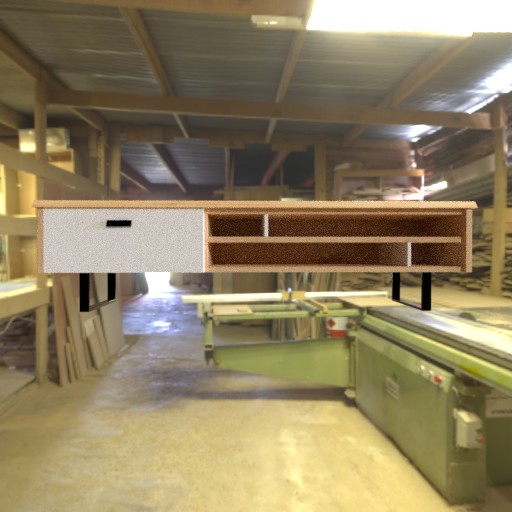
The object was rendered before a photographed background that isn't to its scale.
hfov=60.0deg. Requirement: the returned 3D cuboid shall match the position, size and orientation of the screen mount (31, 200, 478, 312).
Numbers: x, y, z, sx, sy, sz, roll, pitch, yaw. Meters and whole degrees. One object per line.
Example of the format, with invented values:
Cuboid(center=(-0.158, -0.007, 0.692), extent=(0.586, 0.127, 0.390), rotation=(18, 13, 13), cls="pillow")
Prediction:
Cuboid(center=(0.000, 0.000, 1.913), extent=(1.700, 0.430, 0.450), rotation=(0, 1, -1), cls="screen mount")
